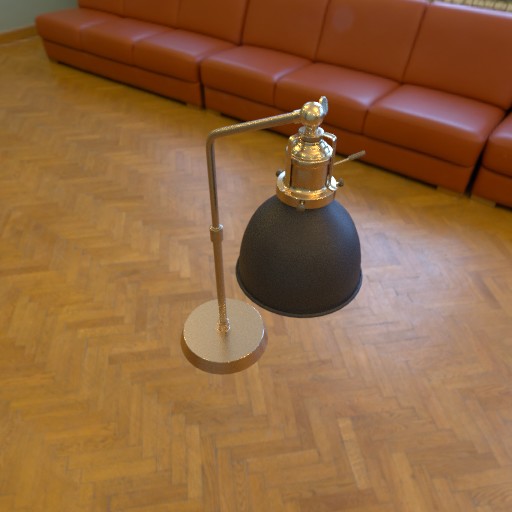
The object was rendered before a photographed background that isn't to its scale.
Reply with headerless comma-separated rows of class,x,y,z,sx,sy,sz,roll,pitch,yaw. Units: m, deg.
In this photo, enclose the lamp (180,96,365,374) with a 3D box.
lamp,0.000,0.000,0.597,0.291,0.456,0.160,25,48,25
